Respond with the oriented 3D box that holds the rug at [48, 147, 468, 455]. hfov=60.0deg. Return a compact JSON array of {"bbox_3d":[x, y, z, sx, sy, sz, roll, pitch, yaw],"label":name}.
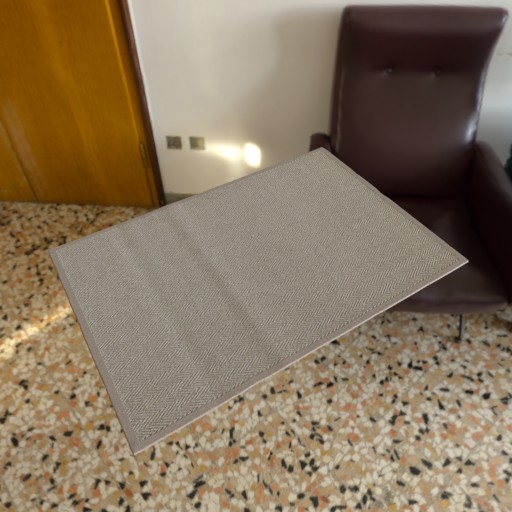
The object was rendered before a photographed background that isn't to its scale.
[{"bbox_3d":[0.000,0.000,2.898,2.290,0.021,1.540,-25,52,-21],"label":"rug"}]
